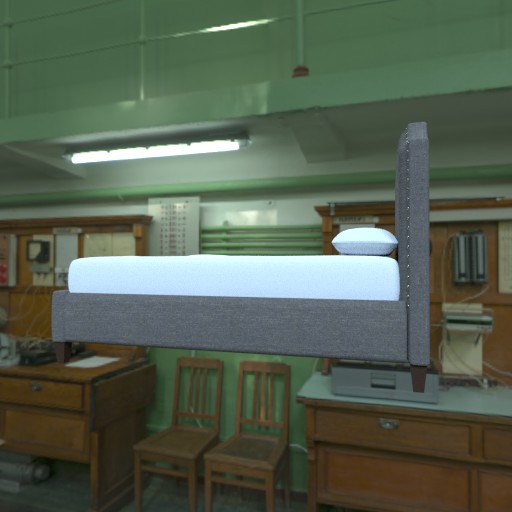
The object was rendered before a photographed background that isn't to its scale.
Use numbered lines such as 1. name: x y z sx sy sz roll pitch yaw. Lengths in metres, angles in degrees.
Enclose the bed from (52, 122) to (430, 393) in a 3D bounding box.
1. bed: 0.000 0.000 3.441 2.381 1.457 1.713 0 -1 17
